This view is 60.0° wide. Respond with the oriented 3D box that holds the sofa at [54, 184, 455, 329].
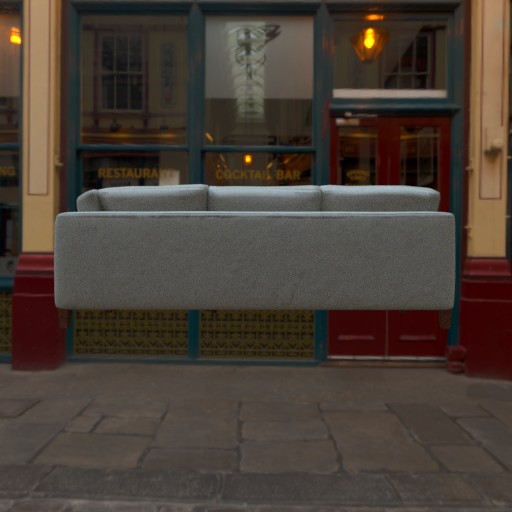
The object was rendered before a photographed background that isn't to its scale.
[{"bbox_3d":[0.000,0.000,4.428,2.592,0.947,3.301,0,0,0],"label":"sofa"}]
